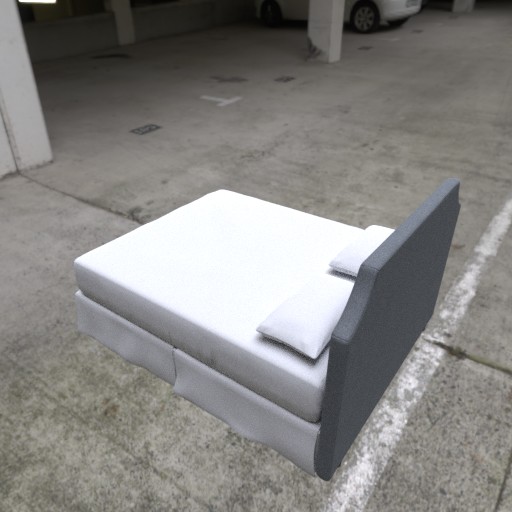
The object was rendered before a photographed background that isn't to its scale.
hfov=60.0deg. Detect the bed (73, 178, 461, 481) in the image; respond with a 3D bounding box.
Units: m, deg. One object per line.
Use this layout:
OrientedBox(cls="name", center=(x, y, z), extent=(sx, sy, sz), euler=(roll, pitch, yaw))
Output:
OrientedBox(cls="bed", center=(0.000, 0.000, 3.251), extent=(2.259, 1.296, 1.811), euler=(20, 36, 31))
